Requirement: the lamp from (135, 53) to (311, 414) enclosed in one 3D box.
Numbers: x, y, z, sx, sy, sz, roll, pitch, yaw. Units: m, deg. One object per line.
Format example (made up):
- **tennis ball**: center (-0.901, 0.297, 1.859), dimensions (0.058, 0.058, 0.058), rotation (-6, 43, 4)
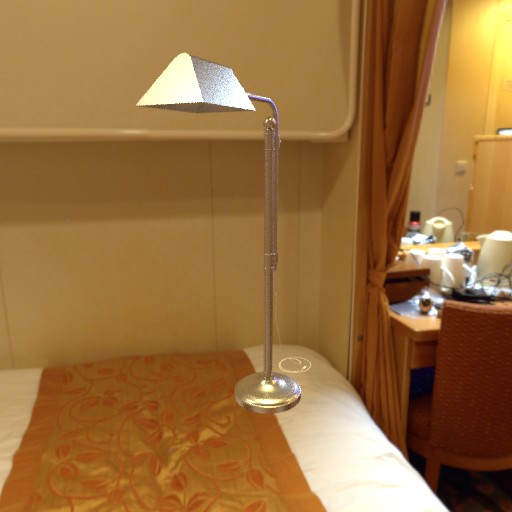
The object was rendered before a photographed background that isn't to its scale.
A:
- **lamp**: center (0.000, 0.000, 0.929), dimensions (0.159, 0.708, 0.546), rotation (7, 15, 28)
